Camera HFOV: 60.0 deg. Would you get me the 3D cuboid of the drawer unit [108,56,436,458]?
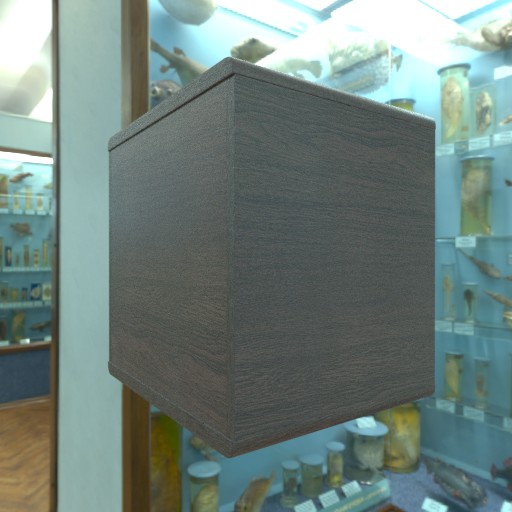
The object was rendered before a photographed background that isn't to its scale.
[{"bbox_3d":[0.000,0.000,0.593,0.290,0.344,0.344,0,0,-35],"label":"drawer unit"}]
